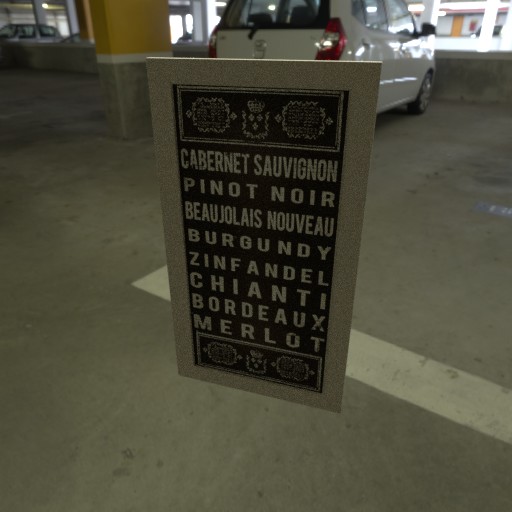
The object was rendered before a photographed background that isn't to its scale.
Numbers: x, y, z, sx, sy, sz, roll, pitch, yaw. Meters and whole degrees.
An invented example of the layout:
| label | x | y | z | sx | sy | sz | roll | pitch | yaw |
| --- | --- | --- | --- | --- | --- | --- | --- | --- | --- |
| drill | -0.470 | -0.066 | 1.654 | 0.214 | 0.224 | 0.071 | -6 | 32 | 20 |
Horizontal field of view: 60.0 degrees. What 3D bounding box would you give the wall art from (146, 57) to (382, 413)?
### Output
| label | x | y | z | sx | sy | sz | roll | pitch | yaw |
| --- | --- | --- | --- | --- | --- | --- | --- | --- | --- |
| wall art | 0.000 | 0.000 | 0.841 | 0.380 | 0.683 | 0.013 | 8 | 28 | 16 |
